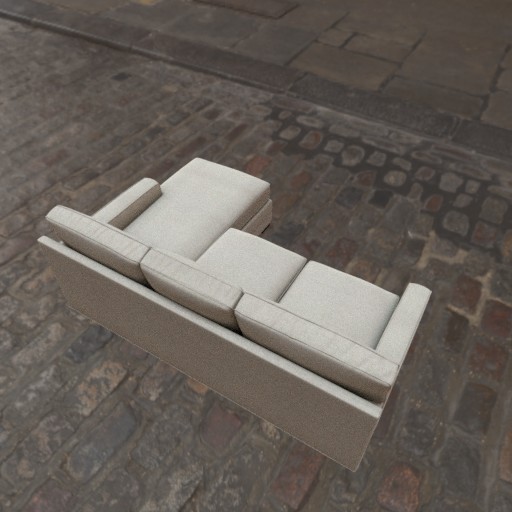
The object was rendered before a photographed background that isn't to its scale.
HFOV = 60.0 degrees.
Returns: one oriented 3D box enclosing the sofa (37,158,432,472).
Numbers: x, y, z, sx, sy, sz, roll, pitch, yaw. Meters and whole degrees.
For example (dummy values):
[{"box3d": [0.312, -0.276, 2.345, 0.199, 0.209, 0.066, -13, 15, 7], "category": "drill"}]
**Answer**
[{"box3d": [0.000, 0.000, 2.813, 2.087, 0.861, 1.496, 23, 50, 21], "category": "sofa"}]
